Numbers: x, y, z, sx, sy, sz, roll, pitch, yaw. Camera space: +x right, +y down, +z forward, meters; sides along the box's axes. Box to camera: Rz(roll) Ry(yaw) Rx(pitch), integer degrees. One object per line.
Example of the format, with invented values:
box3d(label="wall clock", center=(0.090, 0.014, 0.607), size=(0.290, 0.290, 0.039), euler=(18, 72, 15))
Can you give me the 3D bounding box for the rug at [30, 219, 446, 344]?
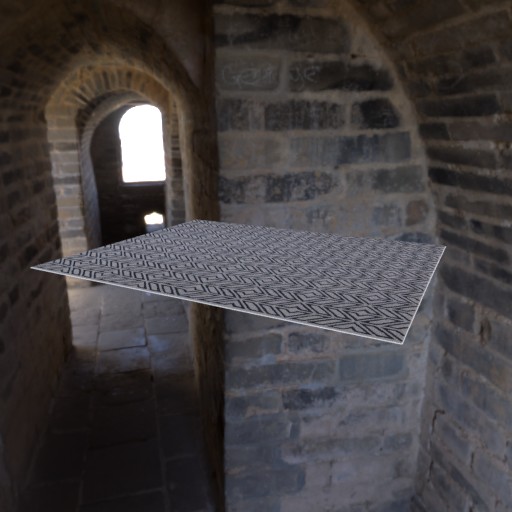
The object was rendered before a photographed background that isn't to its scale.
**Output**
box3d(label="rug", center=(0.000, 0.000, 4.102), size=(3.045, 0.008, 2.421), euler=(8, 17, 27))
